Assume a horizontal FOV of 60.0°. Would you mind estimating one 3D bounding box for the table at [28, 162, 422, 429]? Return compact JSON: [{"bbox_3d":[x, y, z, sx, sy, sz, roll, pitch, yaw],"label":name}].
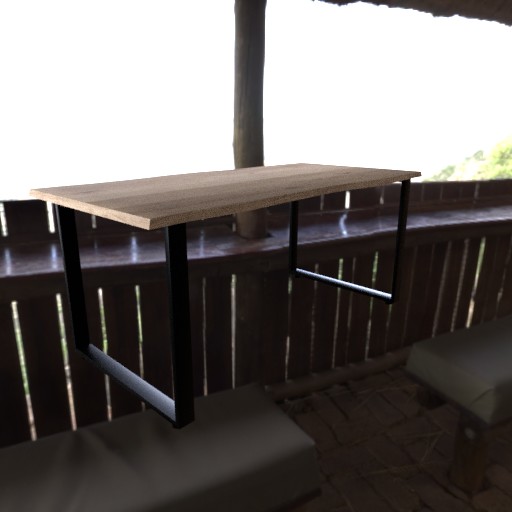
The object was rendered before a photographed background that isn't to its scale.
[{"bbox_3d":[0.000,0.000,2.258,0.900,0.780,1.800,15,22,41],"label":"table"}]
